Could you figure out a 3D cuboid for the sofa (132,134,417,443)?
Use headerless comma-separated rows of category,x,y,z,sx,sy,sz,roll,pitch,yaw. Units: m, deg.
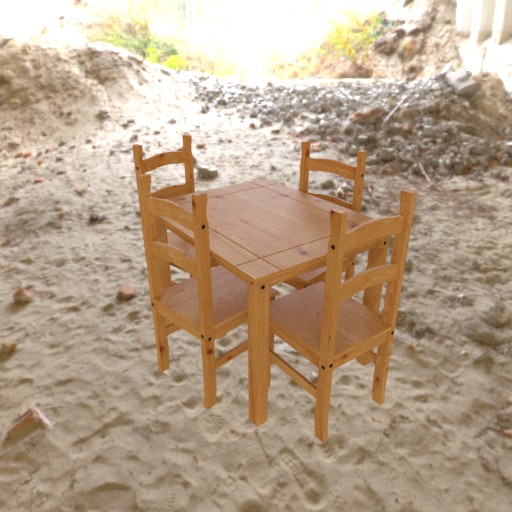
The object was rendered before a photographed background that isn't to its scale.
sofa,0.000,0.000,2.283,1.144,1.000,1.529,-17,31,-32
